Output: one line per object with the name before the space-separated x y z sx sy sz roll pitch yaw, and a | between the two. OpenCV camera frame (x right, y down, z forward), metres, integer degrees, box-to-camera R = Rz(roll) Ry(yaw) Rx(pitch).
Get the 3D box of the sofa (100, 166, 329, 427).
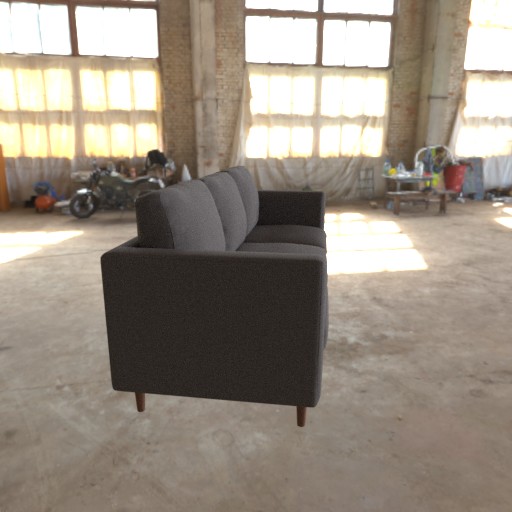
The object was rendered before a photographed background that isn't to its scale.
sofa | 0.000 0.000 2.495 0.802 0.912 2.029 2 15 8
